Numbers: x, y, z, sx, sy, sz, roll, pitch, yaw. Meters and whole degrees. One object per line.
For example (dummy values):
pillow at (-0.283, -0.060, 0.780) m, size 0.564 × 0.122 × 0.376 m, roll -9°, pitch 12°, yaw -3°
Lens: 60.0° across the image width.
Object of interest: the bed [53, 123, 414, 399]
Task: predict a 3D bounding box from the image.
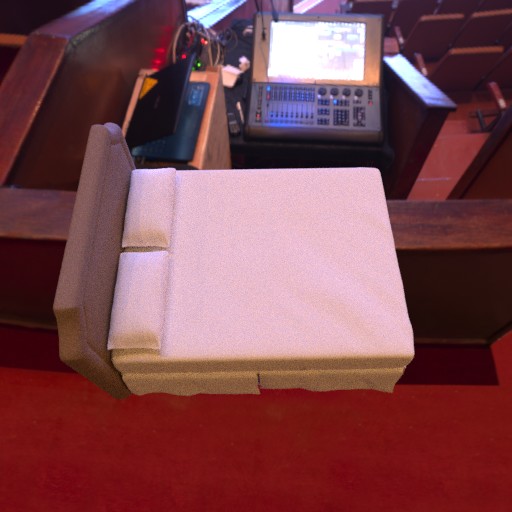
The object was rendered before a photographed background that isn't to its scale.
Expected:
bed at (0.000, 0.000, 3.114) m, size 2.116 × 1.290 × 1.693 m, roll -1°, pitch 62°, yaw -1°
